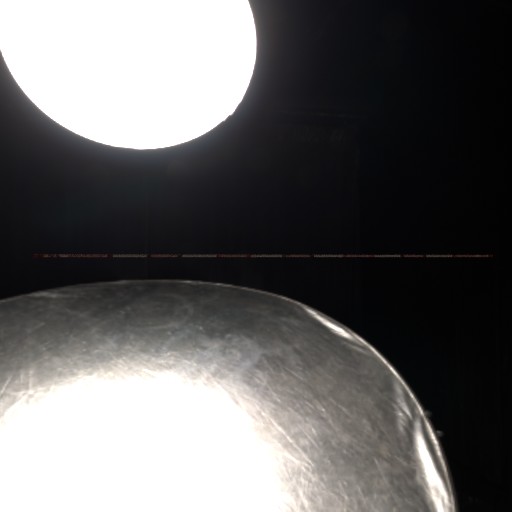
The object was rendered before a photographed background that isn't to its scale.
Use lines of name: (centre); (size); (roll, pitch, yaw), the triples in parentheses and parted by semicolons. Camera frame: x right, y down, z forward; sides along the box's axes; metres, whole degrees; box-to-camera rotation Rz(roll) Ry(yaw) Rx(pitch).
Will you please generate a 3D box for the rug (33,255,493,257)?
rug: (0.000, 0.000, 2.967); (2.431, 0.010, 1.535); (0, 0, -16)
